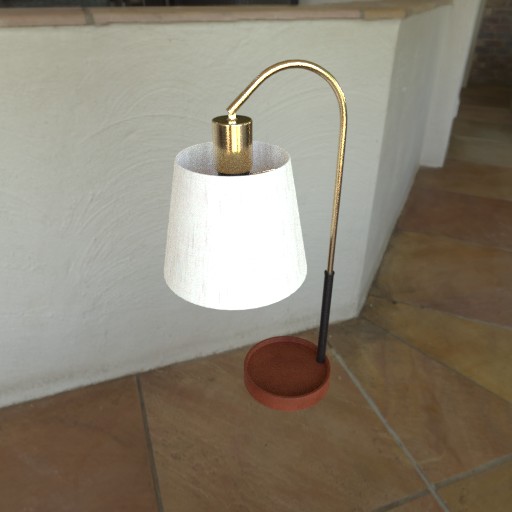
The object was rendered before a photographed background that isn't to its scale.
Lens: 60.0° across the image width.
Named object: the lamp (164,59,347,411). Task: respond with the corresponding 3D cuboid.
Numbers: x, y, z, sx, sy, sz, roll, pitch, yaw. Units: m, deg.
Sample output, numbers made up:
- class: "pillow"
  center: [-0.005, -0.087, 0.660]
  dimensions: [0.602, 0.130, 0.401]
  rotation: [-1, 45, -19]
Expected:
- class: "lamp"
  center: [0.000, 0.000, 0.660]
  dimensions: [0.273, 0.536, 0.211]
  rotation: [-9, 32, -14]
